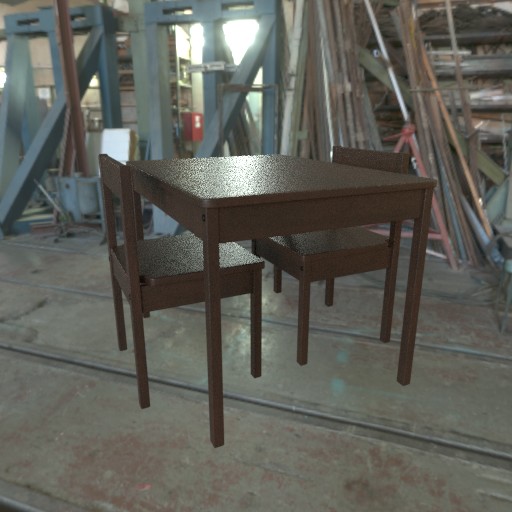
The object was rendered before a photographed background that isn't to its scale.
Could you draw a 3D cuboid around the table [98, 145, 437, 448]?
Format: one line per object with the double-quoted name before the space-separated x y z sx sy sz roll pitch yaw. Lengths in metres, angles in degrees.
"table" 0.000 0.000 1.110 0.672 0.503 0.650 -8 19 -24
